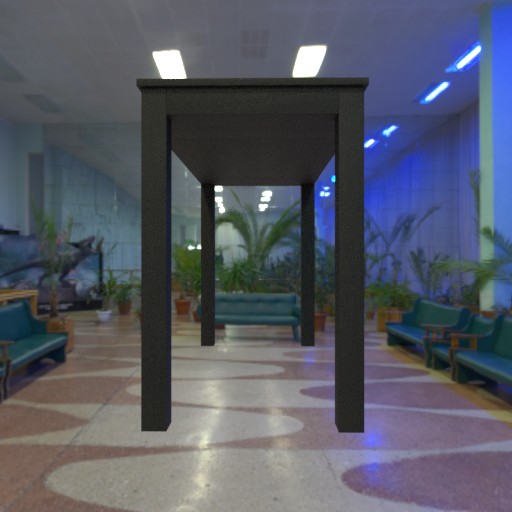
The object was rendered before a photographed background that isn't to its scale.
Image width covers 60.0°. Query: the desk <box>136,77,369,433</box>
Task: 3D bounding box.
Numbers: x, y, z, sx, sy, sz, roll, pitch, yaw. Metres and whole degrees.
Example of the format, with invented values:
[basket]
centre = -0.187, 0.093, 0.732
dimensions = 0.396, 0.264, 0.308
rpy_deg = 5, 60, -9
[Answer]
[desk]
centre = 0.000, 0.000, 1.444
dimensions = 0.499, 0.762, 0.991
rpy_deg = 0, 0, 1
